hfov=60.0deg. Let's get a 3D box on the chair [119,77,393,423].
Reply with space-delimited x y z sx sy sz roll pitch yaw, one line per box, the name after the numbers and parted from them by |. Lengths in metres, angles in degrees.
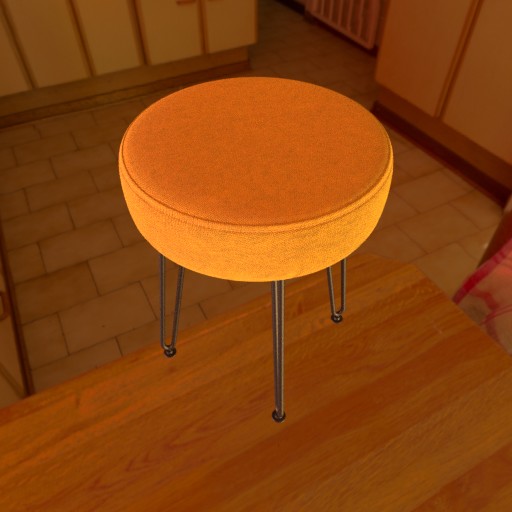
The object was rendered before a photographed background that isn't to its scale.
0.000 0.000 0.710 0.345 0.455 0.345 24 51 21 | chair
